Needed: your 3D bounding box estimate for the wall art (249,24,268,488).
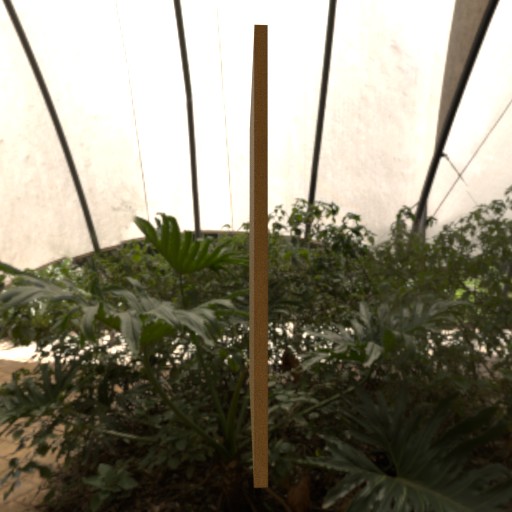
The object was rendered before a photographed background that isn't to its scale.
[{"bbox_3d":[0.000,0.000,1.358,0.030,1.002,0.798,0,0,-2],"label":"wall art"}]
